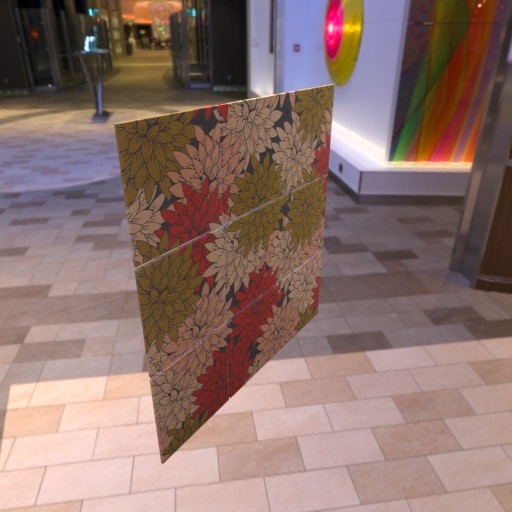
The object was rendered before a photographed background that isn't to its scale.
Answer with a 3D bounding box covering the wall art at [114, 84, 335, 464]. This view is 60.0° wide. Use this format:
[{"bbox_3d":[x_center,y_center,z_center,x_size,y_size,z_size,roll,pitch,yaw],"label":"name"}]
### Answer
[{"bbox_3d":[0.000,0.000,2.272,0.013,1.534,1.519,17,31,31],"label":"wall art"}]
